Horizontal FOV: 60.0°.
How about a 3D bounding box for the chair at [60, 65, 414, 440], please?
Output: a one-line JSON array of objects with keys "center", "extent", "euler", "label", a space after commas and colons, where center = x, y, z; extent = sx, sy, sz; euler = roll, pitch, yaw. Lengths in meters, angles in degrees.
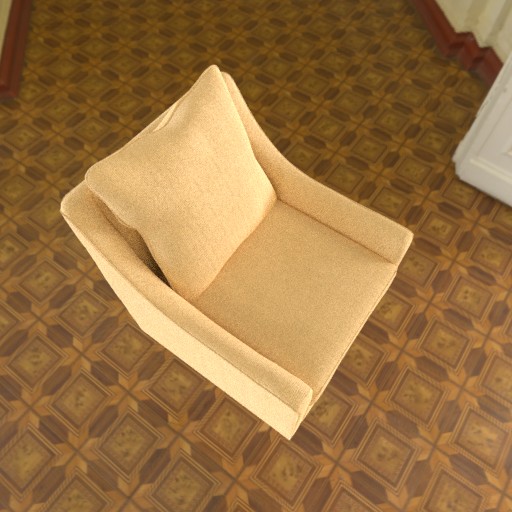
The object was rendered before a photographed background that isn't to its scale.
[{"center": [0.000, 0.000, 1.574], "extent": [0.876, 0.927, 0.760], "euler": [32, 64, 17], "label": "chair"}]
